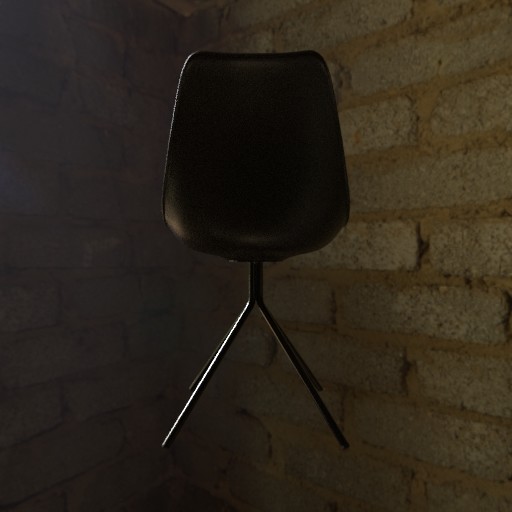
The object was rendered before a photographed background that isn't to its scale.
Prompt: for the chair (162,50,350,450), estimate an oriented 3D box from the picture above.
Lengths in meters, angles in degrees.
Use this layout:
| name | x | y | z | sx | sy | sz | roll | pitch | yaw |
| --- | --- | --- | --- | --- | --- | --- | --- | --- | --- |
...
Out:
| name | x | y | z | sx | sy | sz | roll | pitch | yaw |
| --- | --- | --- | --- | --- | --- | --- | --- | --- | --- |
| chair | 0.000 | 0.000 | 1.156 | 0.461 | 0.850 | 0.525 | 0 | 1 | 0 |
